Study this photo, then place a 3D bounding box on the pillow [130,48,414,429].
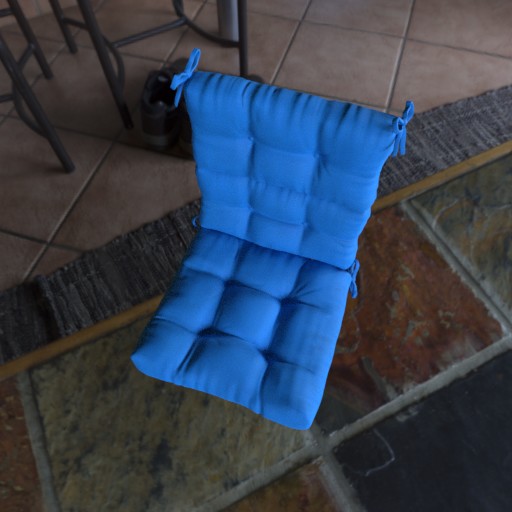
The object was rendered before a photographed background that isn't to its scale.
[{"bbox_3d":[0.000,0.000,1.018,0.519,0.605,0.571,17,61,10],"label":"pillow"}]
